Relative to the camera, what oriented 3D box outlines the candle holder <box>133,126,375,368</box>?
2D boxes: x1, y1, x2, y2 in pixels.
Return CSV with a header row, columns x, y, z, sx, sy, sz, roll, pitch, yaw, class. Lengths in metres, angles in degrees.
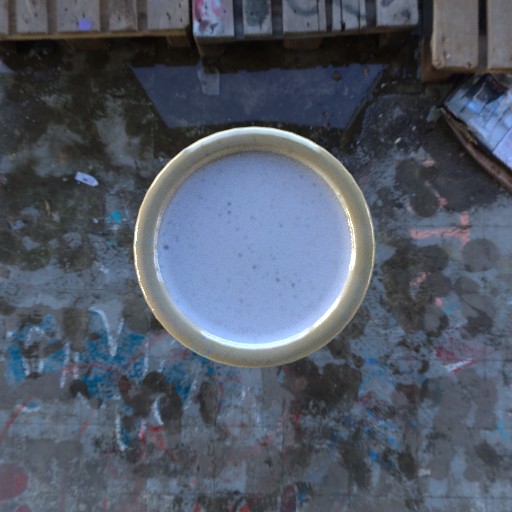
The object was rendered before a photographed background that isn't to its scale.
x,y,z,sx,sy,sz,roll,pitch,yaw,class
0.000,0.000,0.303,0.110,0.239,0.110,0,88,0,candle holder
